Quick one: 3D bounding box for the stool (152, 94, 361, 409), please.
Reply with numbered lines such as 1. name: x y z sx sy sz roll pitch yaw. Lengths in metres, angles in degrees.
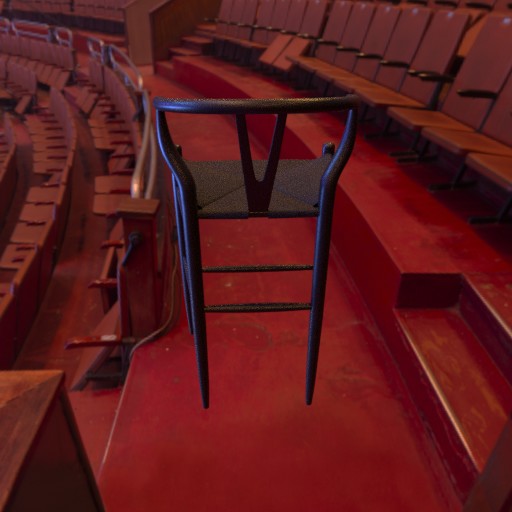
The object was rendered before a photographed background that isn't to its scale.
1. stool: 0.000 0.000 1.424 0.569 1.072 0.579 -1 30 -2
